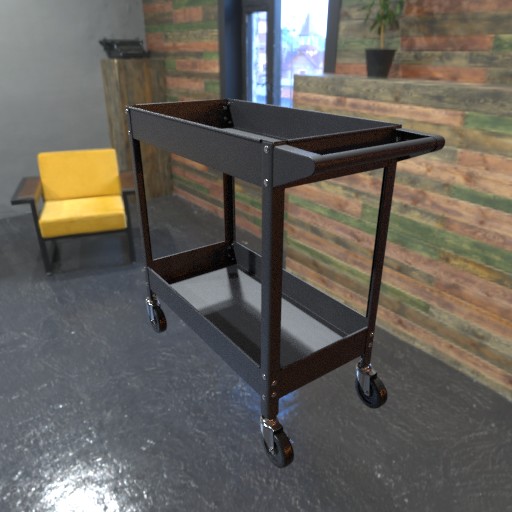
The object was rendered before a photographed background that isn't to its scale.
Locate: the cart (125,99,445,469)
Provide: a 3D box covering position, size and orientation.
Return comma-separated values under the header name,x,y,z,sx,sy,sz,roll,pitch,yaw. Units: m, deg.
name,x,y,z,sx,sy,sz,roll,pitch,yaw
cart,0.000,0.000,1.179,0.366,0.719,0.779,-17,30,-32
